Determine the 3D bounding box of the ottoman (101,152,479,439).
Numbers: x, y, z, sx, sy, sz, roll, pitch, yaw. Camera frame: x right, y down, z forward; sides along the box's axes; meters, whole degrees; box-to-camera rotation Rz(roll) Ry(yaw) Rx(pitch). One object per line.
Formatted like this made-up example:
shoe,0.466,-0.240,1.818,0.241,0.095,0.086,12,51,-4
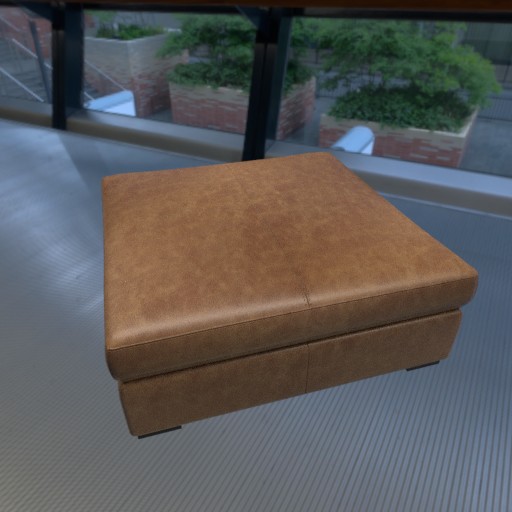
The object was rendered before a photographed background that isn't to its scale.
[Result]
ottoman,0.000,0.000,1.831,1.169,0.483,1.168,-9,34,-14
